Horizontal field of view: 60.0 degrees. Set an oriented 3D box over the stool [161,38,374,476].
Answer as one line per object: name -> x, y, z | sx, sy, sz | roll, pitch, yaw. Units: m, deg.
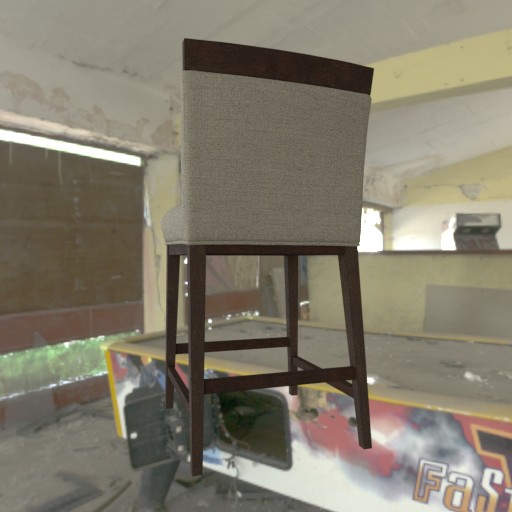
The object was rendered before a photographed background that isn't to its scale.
stool -> 0.000, 0.000, 1.319 | 0.512, 1.009, 0.531 | 0, 0, -19
